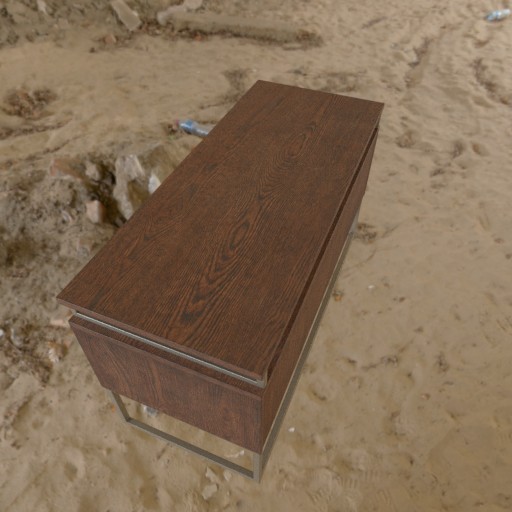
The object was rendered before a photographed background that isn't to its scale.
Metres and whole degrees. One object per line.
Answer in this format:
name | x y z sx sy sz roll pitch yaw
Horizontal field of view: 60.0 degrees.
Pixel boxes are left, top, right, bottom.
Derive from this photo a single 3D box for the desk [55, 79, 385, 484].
desk | 0.000 0.000 1.809 0.610 0.792 1.384 17 48 16
